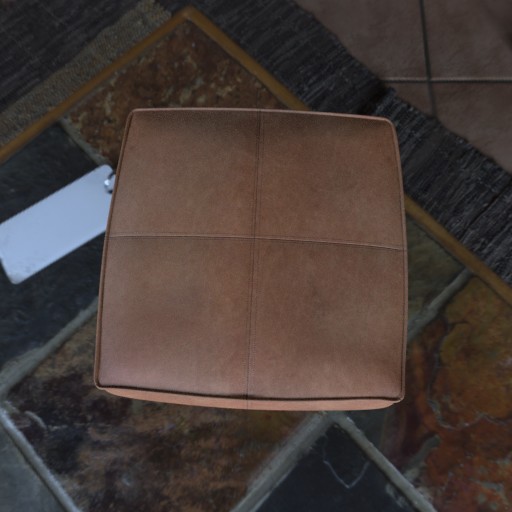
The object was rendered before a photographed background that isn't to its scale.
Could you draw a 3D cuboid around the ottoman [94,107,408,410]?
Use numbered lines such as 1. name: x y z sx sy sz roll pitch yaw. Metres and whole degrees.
1. ottoman: 0.000 0.000 1.363 0.901 0.395 0.902 3 76 1
